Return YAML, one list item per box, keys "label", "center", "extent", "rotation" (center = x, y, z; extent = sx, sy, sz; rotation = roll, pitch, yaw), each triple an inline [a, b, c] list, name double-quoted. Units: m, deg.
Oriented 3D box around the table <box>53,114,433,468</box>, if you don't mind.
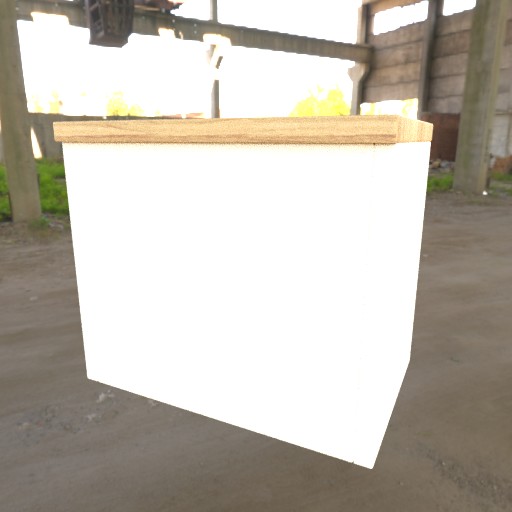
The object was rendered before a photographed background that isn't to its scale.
- label: "table"
  center: [0.000, 0.000, 0.765]
  extent: [0.500, 0.440, 0.360]
  rotation: [7, 16, 26]
